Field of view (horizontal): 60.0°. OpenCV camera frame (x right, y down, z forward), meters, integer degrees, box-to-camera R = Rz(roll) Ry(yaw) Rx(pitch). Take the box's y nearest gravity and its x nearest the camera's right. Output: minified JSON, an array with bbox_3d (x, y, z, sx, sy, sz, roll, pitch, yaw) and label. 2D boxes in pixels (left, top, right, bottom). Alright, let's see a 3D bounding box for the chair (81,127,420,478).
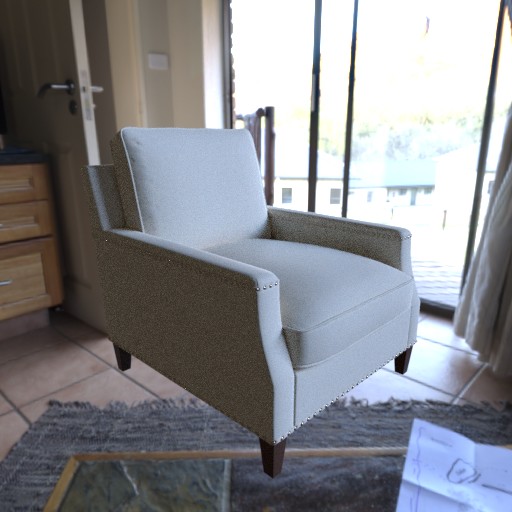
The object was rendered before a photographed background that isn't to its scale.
[{"bbox_3d":[0.000,0.000,1.684,1.014,0.943,0.853,15,21,42],"label":"chair"}]
